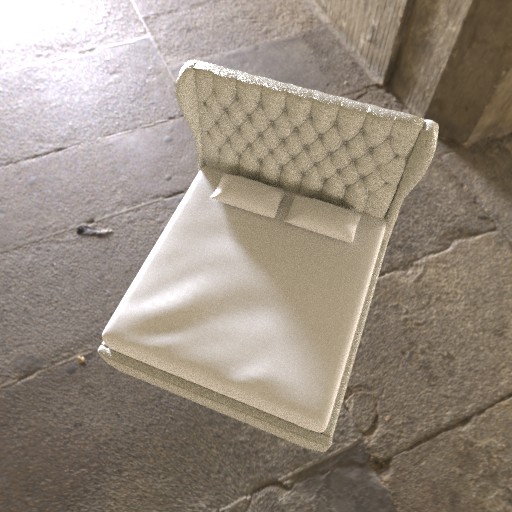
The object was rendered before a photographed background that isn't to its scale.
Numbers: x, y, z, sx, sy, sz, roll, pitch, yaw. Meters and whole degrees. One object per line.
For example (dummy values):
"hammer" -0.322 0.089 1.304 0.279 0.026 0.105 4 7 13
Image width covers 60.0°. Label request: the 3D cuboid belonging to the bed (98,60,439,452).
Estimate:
"bed" 0.000 0.000 3.811 2.219 1.771 2.347 19 61 11
